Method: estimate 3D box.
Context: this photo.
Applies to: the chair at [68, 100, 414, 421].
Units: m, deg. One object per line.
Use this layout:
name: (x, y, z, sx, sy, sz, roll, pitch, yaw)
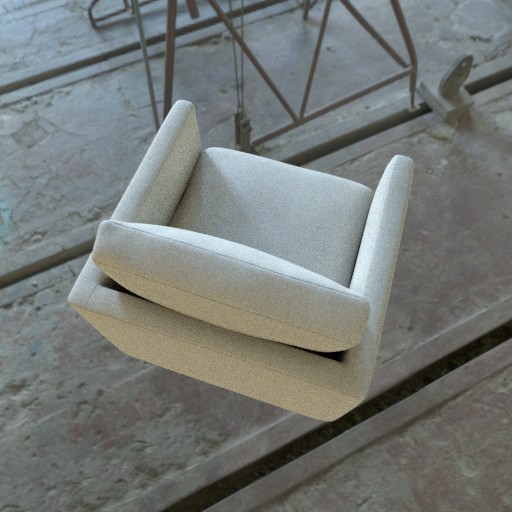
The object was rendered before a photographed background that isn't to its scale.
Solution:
chair: (0.000, 0.000, 1.759, 0.996, 0.919, 0.959, 16, 65, 8)
